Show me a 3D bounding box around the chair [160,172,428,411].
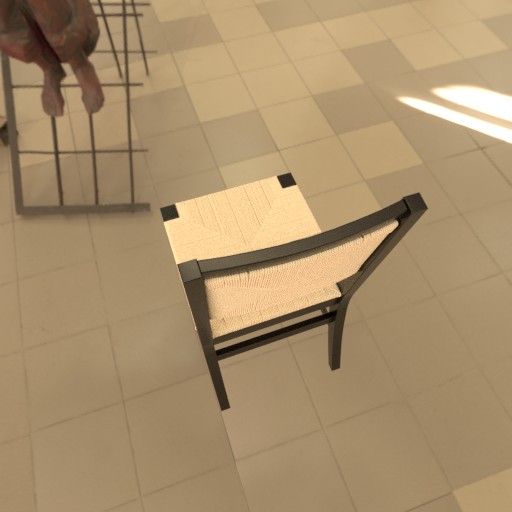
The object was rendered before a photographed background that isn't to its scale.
[{"bbox_3d":[0.000,0.000,1.242,0.437,0.927,0.552,-17,60,-10],"label":"chair"}]
